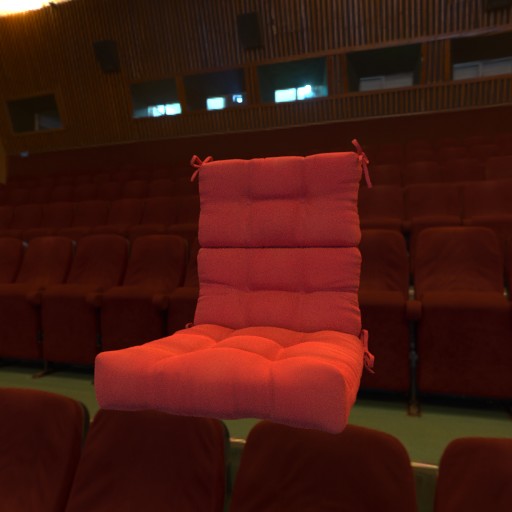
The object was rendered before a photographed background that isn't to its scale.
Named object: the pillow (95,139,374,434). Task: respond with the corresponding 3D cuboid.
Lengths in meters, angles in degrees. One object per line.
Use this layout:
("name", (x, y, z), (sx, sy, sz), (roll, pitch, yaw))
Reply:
("pillow", (0.000, 0.000, 1.023), (0.519, 0.605, 0.571), (0, 0, 17))
